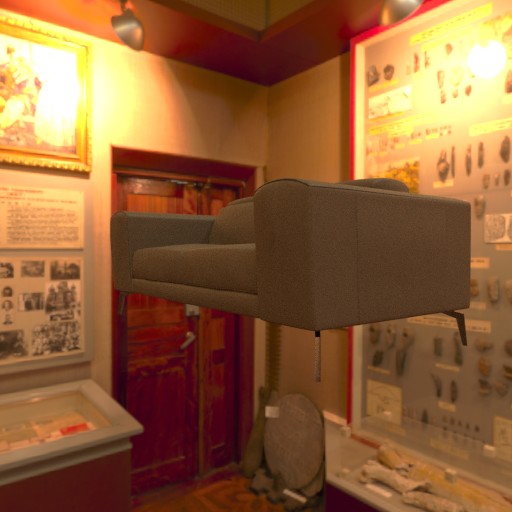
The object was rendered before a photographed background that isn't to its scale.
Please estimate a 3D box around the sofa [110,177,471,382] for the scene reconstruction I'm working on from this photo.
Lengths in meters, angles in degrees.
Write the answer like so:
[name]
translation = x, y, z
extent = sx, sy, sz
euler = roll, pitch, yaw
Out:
[sofa]
translation = 0.000, 0.000, 2.406
extent = 1.003, 0.779, 1.895
euler = -1, 1, -37
